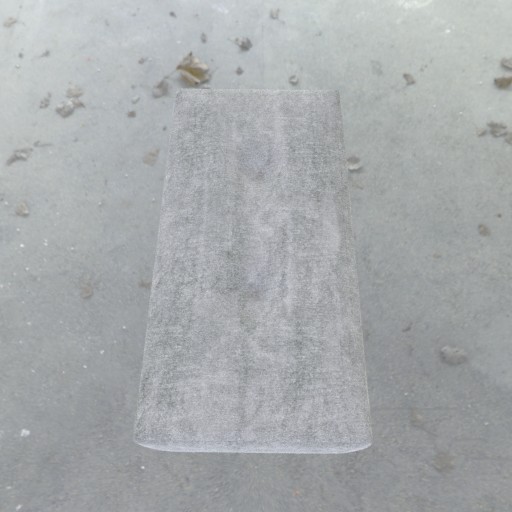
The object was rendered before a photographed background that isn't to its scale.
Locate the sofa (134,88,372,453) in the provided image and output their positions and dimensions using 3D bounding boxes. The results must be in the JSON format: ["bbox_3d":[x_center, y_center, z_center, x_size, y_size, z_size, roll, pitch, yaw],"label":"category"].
[{"bbox_3d":[0.000,0.000,1.149,0.480,0.330,0.930,1,65,0],"label":"sofa"}]
